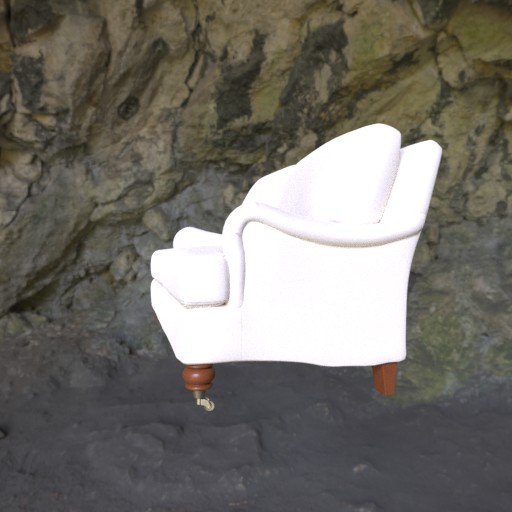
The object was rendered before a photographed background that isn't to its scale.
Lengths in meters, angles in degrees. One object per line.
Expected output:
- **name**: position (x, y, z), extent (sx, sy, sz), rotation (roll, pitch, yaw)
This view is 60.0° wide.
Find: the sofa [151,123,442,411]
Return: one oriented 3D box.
- **sofa**: position (0.000, 0.000, 2.503), extent (1.084, 1.101, 1.853), rotation (0, 1, -16)
